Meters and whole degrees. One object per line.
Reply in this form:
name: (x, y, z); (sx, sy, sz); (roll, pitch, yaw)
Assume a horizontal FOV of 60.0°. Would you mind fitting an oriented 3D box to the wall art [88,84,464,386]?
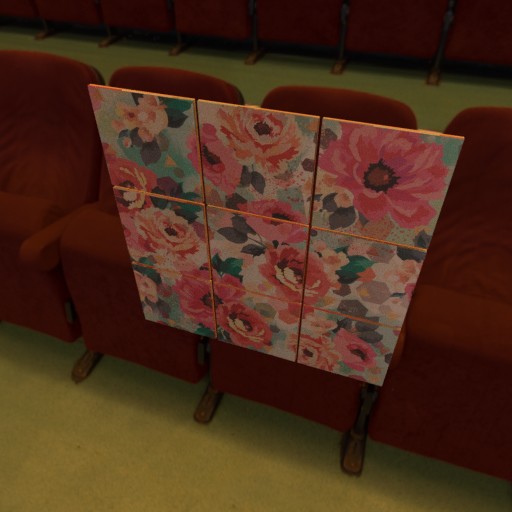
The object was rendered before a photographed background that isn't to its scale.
wall art: (0.000, 0.000, 1.328); (0.911, 0.910, 0.012); (13, 43, 14)
